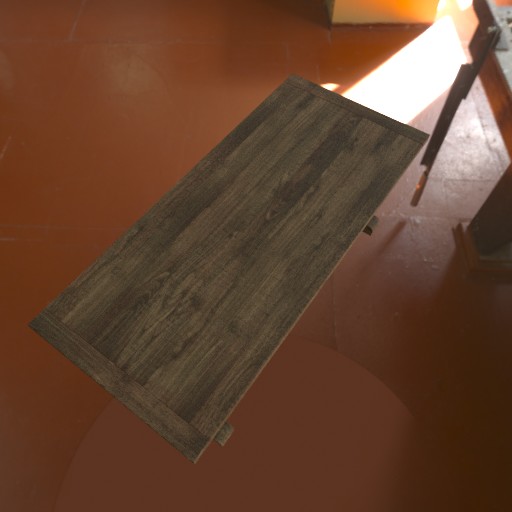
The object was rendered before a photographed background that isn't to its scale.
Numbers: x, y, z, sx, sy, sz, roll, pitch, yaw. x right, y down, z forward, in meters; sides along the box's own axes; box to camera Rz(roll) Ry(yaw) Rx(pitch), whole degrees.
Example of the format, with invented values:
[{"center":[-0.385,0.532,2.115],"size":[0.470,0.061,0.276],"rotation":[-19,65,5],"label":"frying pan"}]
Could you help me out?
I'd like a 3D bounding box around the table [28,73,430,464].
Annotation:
[{"center":[0.000,0.000,2.464],"size":[0.907,0.733,2.031],"rotation":[32,64,18],"label":"table"}]
